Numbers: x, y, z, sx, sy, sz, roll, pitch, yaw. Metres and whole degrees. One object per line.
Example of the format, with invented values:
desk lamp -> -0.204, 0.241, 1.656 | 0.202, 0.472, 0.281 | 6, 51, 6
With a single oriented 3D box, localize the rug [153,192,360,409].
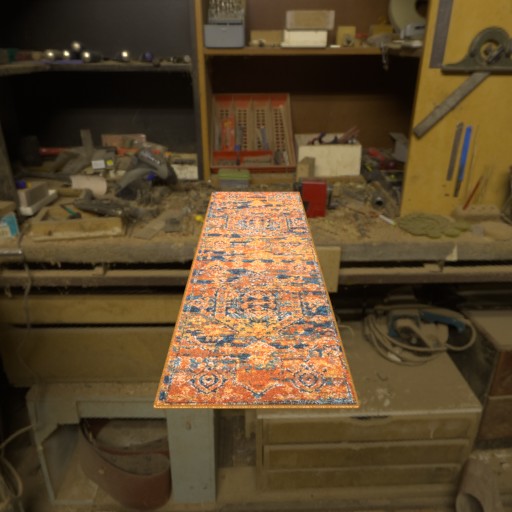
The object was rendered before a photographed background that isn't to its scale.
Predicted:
rug -> 0.000, 0.000, 1.998 | 0.556, 0.013, 1.820 | 0, 26, 0
